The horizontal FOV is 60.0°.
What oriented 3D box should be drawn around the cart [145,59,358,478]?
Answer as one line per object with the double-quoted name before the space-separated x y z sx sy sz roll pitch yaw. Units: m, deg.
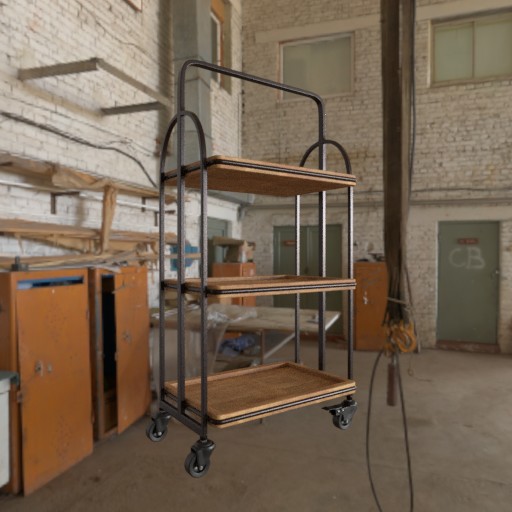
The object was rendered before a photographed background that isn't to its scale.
"cart" 0.000 0.000 1.250 0.553 1.001 0.327 0 0 -35
